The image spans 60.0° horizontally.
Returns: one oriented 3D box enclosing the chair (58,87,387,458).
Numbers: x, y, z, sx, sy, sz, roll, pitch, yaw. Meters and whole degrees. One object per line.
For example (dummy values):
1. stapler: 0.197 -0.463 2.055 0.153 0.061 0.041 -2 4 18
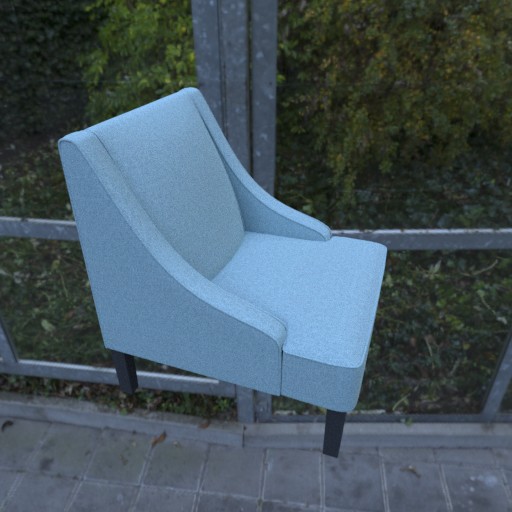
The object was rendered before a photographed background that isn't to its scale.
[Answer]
1. chair: 0.000 0.000 1.844 1.025 1.133 0.857 11 33 17
